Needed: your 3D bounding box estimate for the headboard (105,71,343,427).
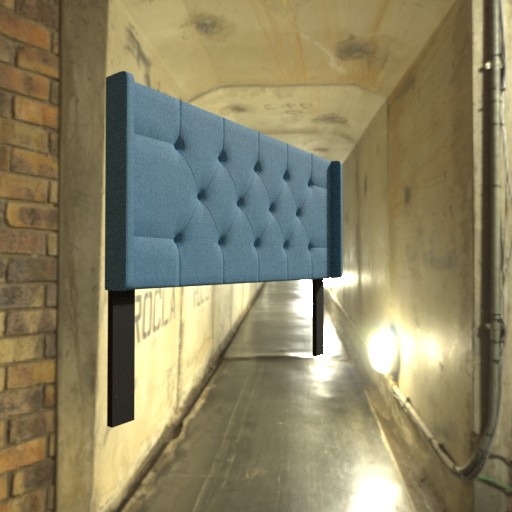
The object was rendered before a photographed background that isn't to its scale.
[{"bbox_3d":[0.000,0.000,2.698,0.184,1.524,2.051,-1,-1,36],"label":"headboard"}]
